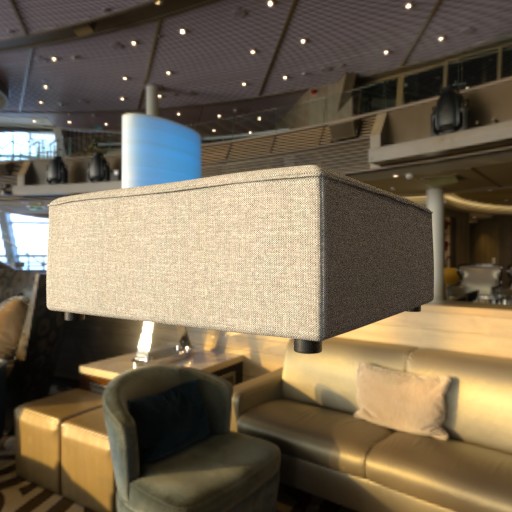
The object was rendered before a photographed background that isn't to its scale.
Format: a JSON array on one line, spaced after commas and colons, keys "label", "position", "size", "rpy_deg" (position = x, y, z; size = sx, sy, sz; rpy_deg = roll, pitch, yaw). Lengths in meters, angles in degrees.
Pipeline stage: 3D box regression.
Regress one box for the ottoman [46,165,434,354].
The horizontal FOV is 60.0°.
[{"label": "ottoman", "position": [0.000, 0.000, 1.584], "size": [1.023, 0.423, 1.017], "rpy_deg": [0, 0, 35]}]
